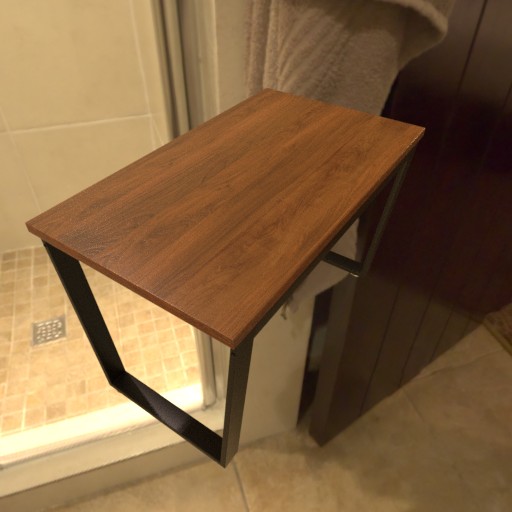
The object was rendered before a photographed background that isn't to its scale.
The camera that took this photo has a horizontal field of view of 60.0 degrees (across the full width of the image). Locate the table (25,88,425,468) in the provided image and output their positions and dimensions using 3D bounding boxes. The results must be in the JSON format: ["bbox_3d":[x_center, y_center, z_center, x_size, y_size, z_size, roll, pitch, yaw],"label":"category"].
[{"bbox_3d":[0.000,0.000,1.688,0.714,0.760,1.205,24,47,25],"label":"table"}]
